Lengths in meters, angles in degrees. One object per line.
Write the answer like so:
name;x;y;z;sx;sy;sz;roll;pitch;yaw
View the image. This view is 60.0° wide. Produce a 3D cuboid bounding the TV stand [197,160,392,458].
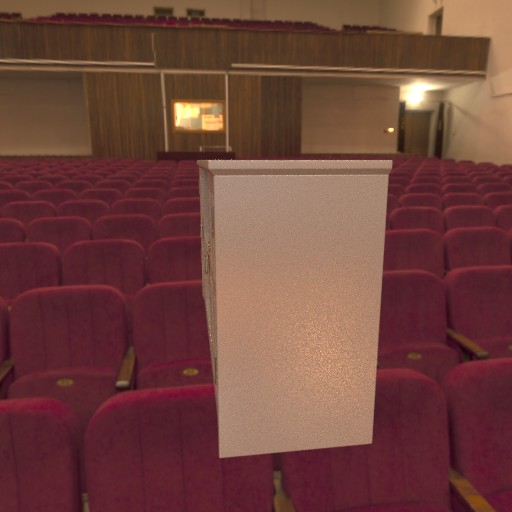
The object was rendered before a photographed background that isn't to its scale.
TV stand;0.000;0.000;1.431;0.344;0.603;1.167;-2;12;-8
